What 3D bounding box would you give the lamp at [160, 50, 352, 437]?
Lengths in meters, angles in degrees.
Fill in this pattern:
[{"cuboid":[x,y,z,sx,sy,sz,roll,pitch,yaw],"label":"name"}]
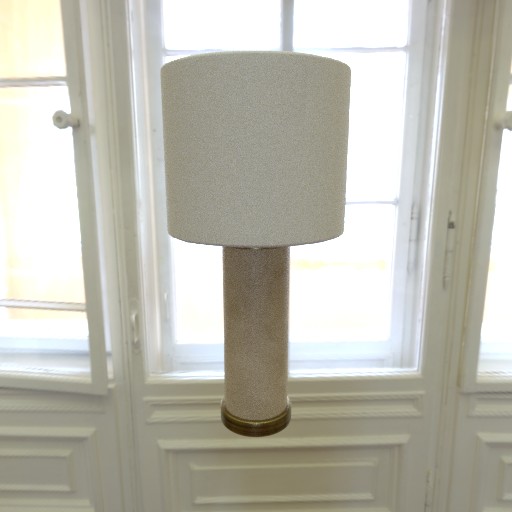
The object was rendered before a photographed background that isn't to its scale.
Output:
[{"cuboid":[0.000,0.000,0.788,0.305,0.634,0.305,-12,18,-43],"label":"lamp"}]
